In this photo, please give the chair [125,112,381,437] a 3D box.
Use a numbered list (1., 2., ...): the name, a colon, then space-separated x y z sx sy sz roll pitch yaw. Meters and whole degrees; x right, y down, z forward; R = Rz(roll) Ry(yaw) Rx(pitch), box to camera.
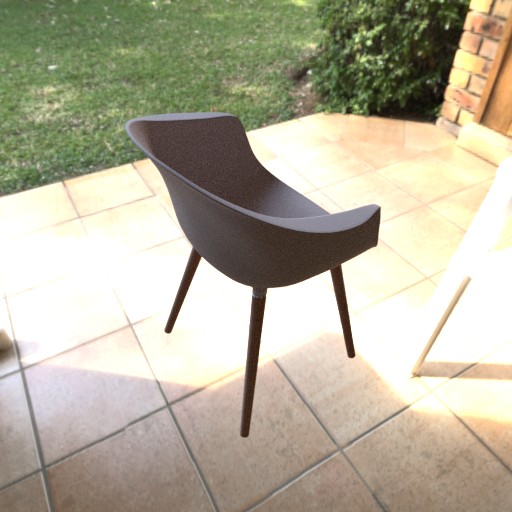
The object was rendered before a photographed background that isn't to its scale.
1. chair: 0.000 0.000 1.161 0.504 0.781 0.593 -26 48 -26
